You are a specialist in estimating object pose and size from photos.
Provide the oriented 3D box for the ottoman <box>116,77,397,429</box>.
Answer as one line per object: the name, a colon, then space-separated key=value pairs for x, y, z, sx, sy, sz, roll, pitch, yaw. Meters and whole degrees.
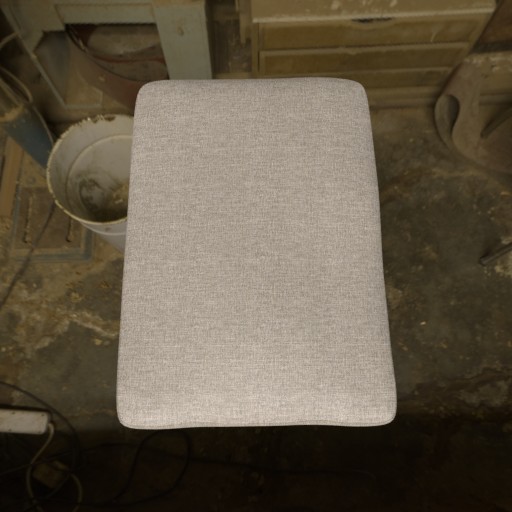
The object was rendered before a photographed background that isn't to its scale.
ottoman: x=0.000 y=0.000 z=1.243 sx=0.639 sy=0.494 sz=0.873 roll=-1 pitch=74 yaw=0
